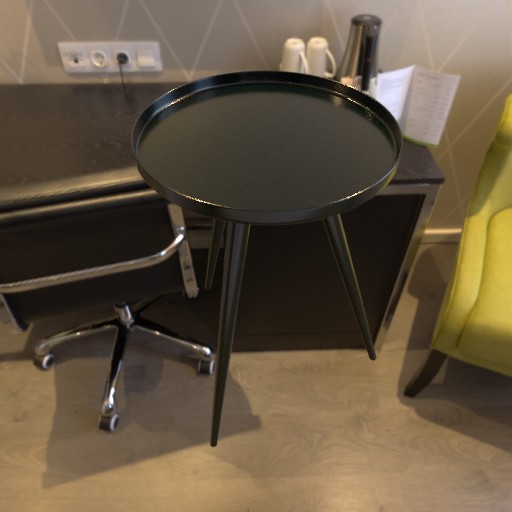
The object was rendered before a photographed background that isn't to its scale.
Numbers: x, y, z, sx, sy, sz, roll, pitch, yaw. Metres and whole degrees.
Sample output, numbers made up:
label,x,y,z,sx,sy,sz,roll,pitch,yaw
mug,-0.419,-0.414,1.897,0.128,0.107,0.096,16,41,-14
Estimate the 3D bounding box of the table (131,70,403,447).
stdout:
label,x,y,z,sx,sy,sz,roll,pitch,yaw
table,0.000,0.000,0.820,0.403,0.548,0.415,-24,50,-22
